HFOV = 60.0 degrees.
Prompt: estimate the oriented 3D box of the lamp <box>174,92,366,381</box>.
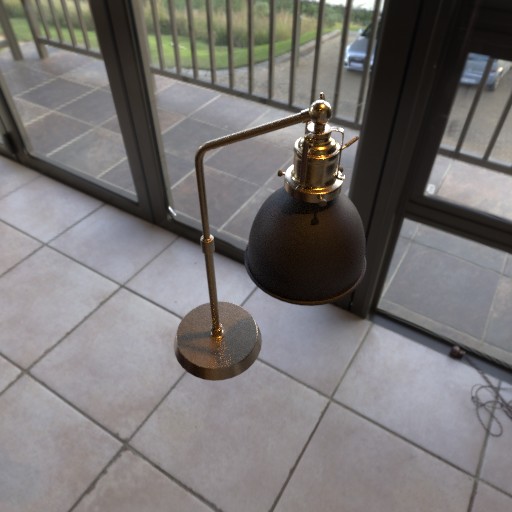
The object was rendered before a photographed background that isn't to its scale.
[{"bbox_3d":[0.000,0.000,0.602,0.291,0.456,0.160,10,46,9],"label":"lamp"}]
